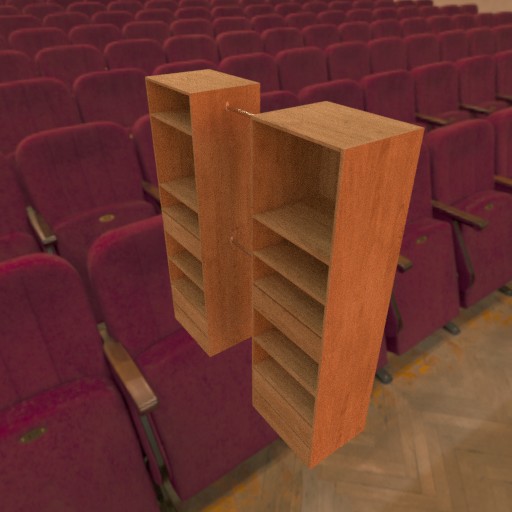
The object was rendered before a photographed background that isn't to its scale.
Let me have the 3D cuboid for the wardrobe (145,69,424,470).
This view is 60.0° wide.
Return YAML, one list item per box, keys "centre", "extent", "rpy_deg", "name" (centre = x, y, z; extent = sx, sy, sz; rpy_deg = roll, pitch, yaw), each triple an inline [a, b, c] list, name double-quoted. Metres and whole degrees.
- centre: [0.000, 0.000, 2.895]
  extent: [0.480, 2.000, 1.770]
  rpy_deg: [-21, 38, -30]
  name: "wardrobe"
